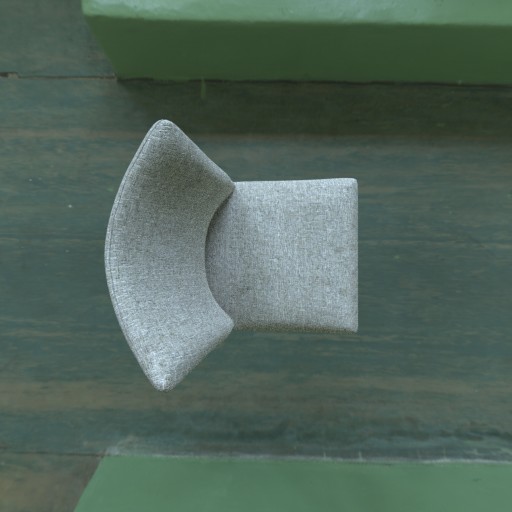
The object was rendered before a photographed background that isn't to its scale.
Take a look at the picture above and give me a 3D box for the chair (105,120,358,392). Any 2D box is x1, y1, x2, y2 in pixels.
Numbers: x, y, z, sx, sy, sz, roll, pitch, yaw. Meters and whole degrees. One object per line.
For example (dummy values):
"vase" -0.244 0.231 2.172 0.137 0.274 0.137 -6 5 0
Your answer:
"chair" 0.000 0.000 1.312 0.623 0.924 0.535 0 90 1
